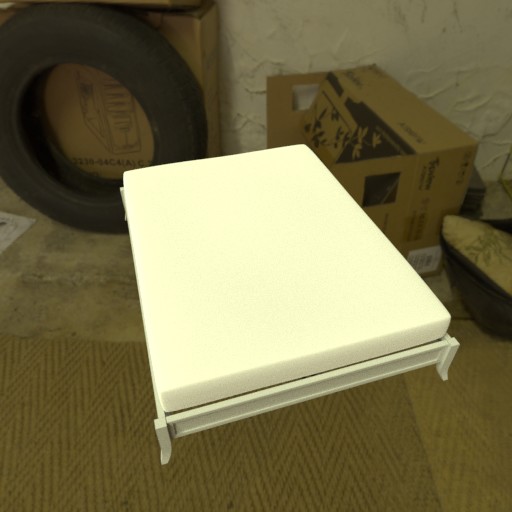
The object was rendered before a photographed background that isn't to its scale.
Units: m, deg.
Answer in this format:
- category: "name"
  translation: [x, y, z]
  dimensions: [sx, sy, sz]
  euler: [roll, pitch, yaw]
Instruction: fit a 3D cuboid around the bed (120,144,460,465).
- category: "bed"
  translation: [0.000, 0.000, 2.906]
  dimensions: [1.604, 0.510, 2.108]
  euler: [-11, 42, -13]
